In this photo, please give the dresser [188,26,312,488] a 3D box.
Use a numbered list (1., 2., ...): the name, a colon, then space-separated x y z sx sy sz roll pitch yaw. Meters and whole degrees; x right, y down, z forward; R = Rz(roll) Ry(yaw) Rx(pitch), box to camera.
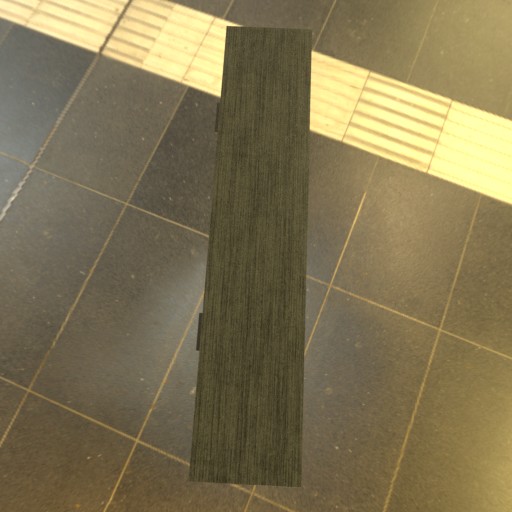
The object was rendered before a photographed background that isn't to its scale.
1. dresser: 0.000 0.000 1.820 0.333 0.790 1.535 3 75 1
